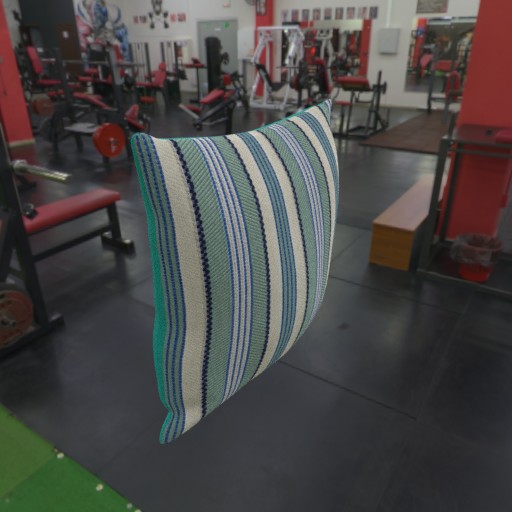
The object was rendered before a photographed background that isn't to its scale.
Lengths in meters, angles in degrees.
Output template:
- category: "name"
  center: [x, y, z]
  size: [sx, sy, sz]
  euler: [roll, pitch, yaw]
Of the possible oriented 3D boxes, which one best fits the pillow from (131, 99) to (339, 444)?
- category: "pillow"
  center: [0.000, 0.000, 0.696]
  size: [0.182, 0.441, 0.440]
  euler: [18, 32, 32]
